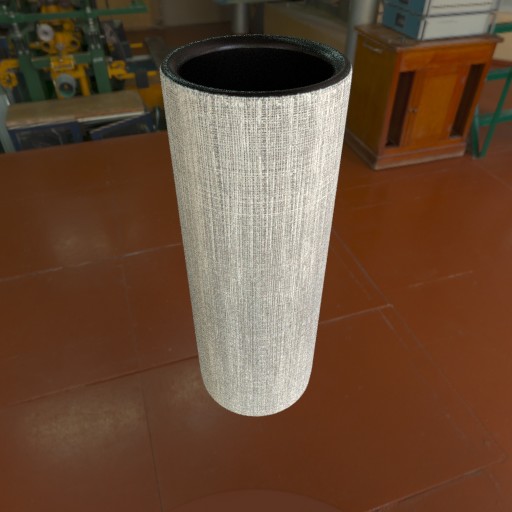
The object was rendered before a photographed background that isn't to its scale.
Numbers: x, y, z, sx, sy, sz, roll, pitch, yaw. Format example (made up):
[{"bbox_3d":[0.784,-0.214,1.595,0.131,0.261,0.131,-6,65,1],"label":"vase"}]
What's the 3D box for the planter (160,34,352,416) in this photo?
[{"bbox_3d":[0.000,0.000,0.319,0.100,0.270,0.100,10,42,12],"label":"planter"}]
